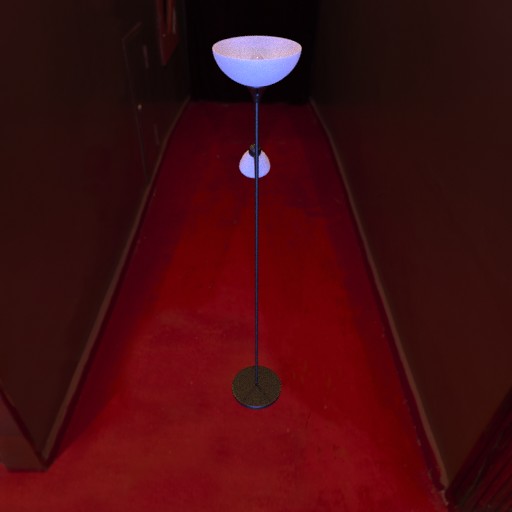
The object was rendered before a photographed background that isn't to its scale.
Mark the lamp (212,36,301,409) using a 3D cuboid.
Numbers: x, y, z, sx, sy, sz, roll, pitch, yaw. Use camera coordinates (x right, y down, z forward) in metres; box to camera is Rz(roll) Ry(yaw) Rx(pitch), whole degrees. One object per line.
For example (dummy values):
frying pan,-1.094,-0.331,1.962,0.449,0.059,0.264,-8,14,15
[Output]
lamp,0.000,0.000,2.000,0.279,1.804,0.442,-1,40,-1
